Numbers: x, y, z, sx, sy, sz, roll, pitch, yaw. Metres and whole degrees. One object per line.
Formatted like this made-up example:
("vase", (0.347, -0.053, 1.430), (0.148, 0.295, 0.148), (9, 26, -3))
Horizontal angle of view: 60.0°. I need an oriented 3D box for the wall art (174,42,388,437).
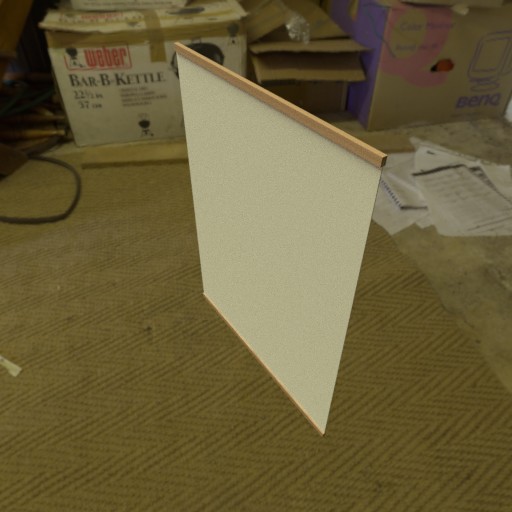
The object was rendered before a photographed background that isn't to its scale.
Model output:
("wall art", (0.000, 0.000, 1.325), (0.013, 1.016, 0.758), (-26, 48, -25))
